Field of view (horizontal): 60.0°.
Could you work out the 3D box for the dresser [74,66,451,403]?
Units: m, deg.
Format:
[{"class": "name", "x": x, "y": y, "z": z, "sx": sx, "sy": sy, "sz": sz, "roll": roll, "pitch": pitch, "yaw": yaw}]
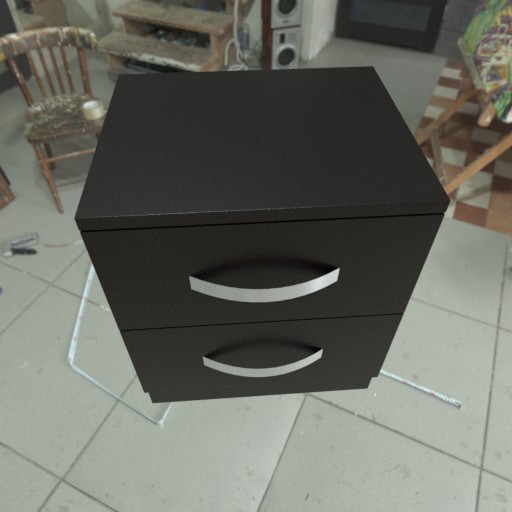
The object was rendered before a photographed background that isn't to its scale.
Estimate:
[{"class": "dresser", "x": 0.000, "y": 0.000, "z": 0.745, "sx": 0.400, "sy": 0.470, "sz": 0.360, "roll": -3, "pitch": 47, "yaw": -3}]
